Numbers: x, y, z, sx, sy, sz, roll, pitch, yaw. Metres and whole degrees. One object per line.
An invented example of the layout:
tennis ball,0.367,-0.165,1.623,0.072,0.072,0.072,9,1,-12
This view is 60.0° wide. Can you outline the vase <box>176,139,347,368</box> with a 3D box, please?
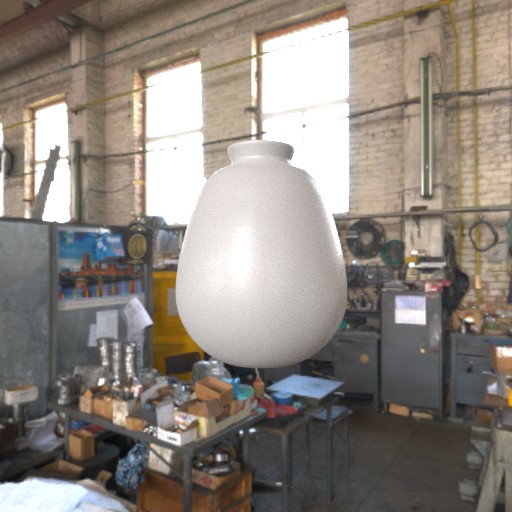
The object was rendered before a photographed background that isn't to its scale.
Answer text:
vase,0.000,0.000,0.356,0.097,0.122,0.297,0,-1,-2
